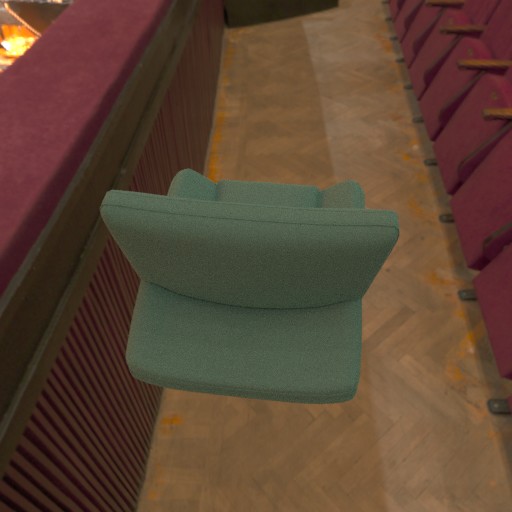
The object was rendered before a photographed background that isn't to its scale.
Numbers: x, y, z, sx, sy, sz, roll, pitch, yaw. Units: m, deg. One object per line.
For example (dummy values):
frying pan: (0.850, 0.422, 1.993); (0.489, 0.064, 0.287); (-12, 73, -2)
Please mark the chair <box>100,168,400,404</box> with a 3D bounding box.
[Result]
chair: (0.000, 0.000, 1.688); (0.859, 0.855, 1.008); (5, 46, 5)
